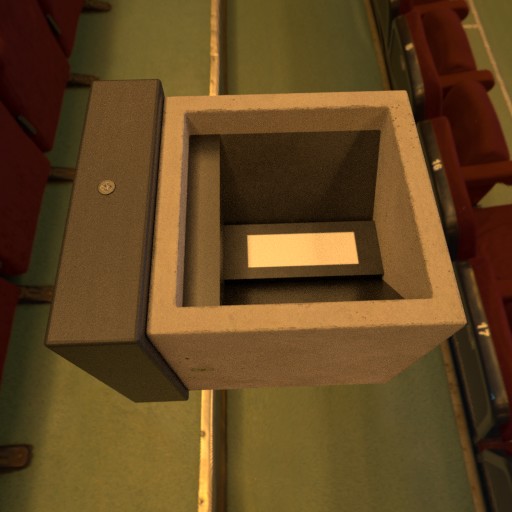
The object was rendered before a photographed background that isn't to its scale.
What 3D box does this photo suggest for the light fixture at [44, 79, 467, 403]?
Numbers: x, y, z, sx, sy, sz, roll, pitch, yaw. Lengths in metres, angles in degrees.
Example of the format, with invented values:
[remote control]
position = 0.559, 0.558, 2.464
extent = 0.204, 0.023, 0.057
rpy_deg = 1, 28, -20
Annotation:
[light fixture]
position = 0.000, 0.000, 0.225
extent = 0.143, 0.121, 0.121
rpy_deg = -2, 63, -1
